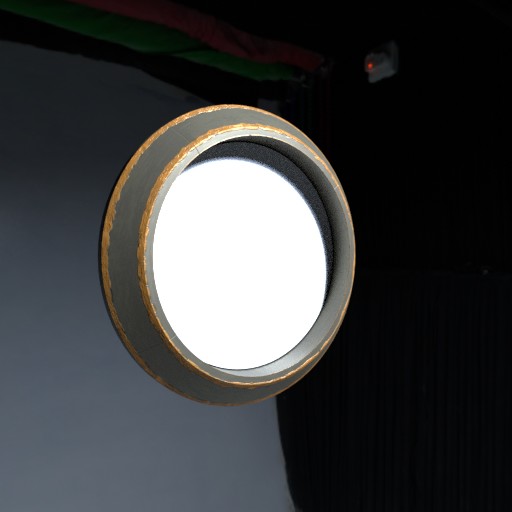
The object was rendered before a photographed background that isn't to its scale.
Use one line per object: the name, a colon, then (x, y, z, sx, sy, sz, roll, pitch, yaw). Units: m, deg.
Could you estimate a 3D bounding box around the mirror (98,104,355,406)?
mirror: (0.000, 0.000, 1.342, 0.907, 0.907, 0.111, -1, 1, -35)
